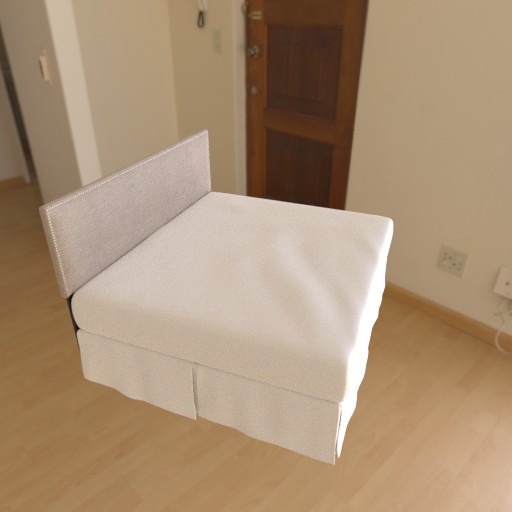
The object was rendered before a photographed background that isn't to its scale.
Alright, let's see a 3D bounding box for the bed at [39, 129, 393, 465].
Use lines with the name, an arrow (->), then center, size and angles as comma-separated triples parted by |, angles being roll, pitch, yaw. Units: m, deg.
bed -> 0.000, 0.000, 3.443 | 1.914, 1.346, 2.170 | 11, 31, 19
